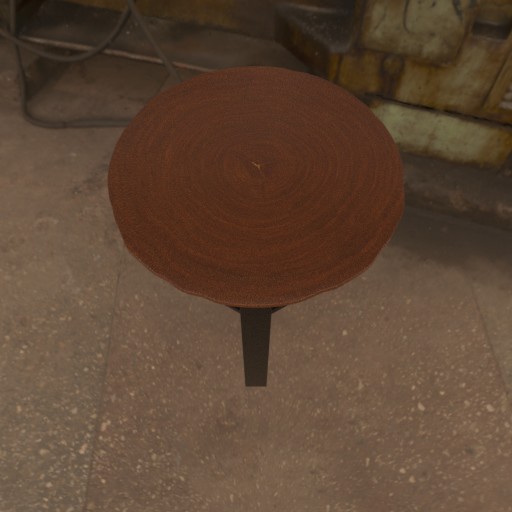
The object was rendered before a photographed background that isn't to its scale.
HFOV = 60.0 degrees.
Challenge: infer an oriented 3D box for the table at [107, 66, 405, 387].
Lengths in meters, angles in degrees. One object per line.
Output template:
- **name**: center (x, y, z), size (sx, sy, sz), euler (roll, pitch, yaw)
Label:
- **table**: center (0.000, 0.000, 0.765), size (0.380, 0.450, 0.410), euler (0, 57, 0)
